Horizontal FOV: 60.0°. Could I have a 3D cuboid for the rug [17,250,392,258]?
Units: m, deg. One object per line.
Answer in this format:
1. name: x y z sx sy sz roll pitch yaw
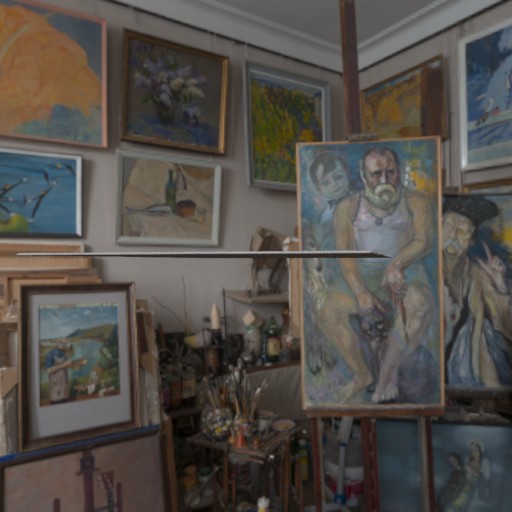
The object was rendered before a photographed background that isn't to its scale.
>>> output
1. rug: 0.000 0.000 4.328 2.448 0.020 3.359 0 -1 19
